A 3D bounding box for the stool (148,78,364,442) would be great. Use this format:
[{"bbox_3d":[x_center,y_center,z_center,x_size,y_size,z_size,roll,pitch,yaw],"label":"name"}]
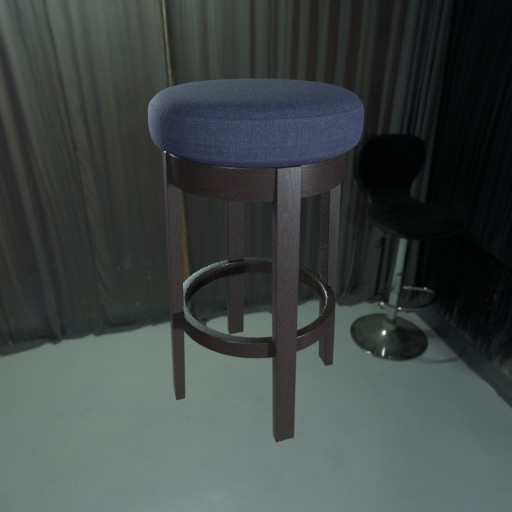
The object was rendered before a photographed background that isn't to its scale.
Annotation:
[{"bbox_3d":[0.000,0.000,1.048,0.446,0.758,0.446,0,28,0],"label":"stool"}]
